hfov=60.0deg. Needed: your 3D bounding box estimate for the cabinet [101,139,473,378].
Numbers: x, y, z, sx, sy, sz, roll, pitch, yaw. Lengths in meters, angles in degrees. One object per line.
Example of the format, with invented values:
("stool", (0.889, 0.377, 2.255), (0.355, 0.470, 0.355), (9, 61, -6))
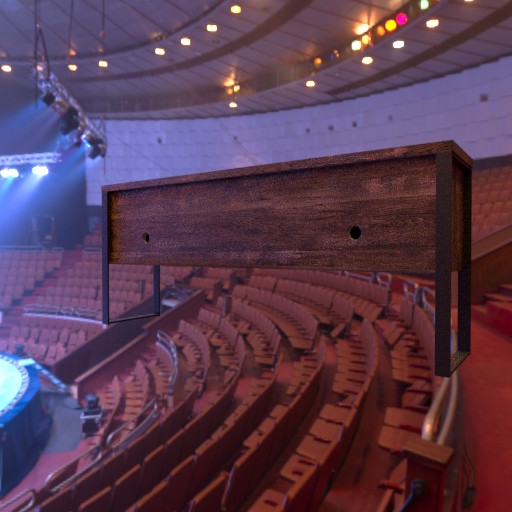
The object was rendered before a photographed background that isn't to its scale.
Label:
("cabinet", (0.000, 0.000, 2.092), (1.800, 0.762, 0.395), (1, 1, 35))
